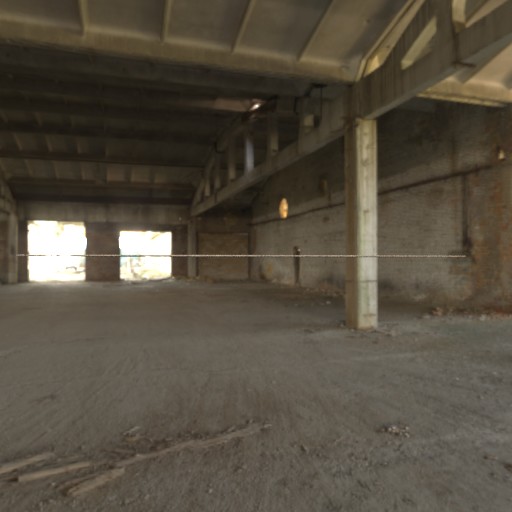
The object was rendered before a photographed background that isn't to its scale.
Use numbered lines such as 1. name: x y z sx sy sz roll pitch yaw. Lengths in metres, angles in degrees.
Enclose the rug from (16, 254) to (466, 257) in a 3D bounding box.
1. rug: 0.000 0.000 2.642 2.443 0.009 0.706 0 0 -18
